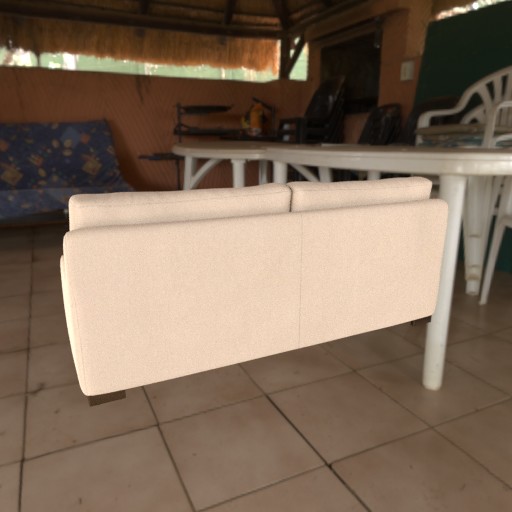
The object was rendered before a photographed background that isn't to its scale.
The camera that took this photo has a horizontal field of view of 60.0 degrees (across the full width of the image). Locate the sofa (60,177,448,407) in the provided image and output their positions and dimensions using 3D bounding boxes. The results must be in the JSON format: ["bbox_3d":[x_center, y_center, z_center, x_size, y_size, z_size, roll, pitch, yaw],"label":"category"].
[{"bbox_3d":[0.000,0.000,2.654,2.147,0.925,0.929,-7,17,-26],"label":"sofa"}]
